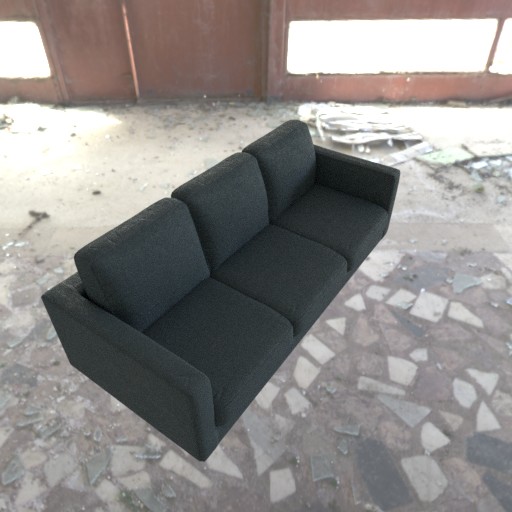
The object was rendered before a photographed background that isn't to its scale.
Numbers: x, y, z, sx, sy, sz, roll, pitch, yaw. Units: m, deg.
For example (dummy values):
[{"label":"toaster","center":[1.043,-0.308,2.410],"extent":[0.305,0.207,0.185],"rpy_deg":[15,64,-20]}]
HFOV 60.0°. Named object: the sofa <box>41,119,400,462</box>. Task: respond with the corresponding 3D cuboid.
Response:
[{"label":"sofa","center":[0.000,0.000,2.541],"extent":[0.935,0.945,2.013],"rpy_deg":[24,46,26]}]
